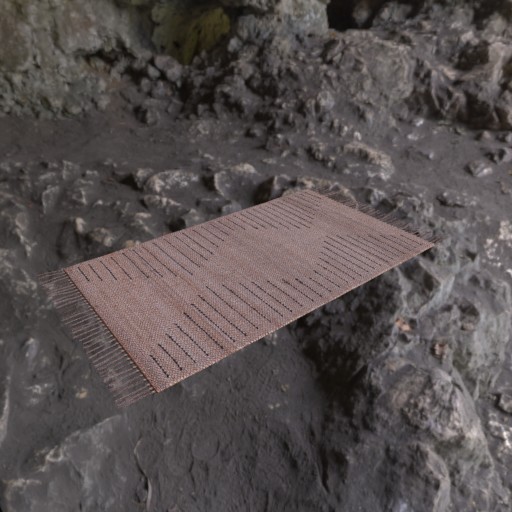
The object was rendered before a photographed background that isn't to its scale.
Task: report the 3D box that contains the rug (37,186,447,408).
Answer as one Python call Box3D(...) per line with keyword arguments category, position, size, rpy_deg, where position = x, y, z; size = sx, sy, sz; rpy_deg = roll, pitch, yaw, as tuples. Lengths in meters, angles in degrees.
Box3D(category="rug", position=(0.000, 0.000, 2.051), size=(1.718, 0.017, 0.905), rpy_deg=(-22, 37, -32))
